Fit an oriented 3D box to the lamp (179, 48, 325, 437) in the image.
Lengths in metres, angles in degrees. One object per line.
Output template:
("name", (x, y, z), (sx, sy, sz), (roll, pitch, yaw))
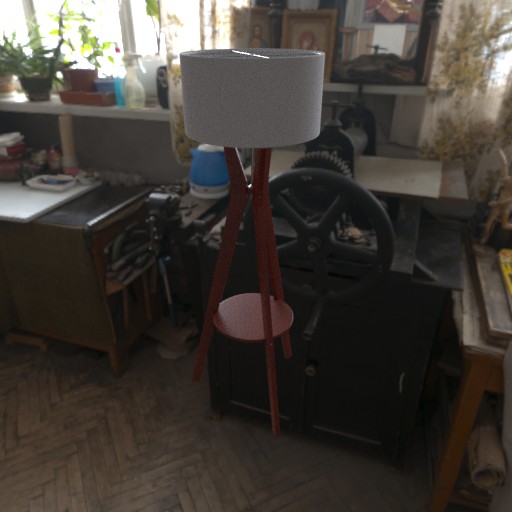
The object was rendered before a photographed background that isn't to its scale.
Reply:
("lamp", (0.000, 0.000, 1.767), (0.539, 1.472, 0.542), (-10, 30, -18))
